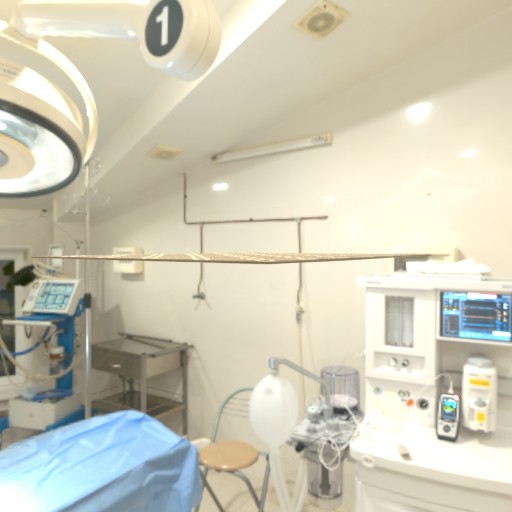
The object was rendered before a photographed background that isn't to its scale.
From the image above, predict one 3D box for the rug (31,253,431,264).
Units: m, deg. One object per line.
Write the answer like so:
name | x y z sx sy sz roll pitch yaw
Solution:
rug | 0.000 0.000 3.990 2.288 0.018 2.895 1 1 36
